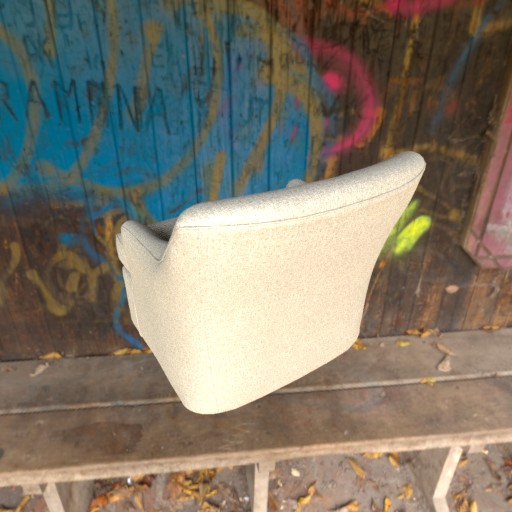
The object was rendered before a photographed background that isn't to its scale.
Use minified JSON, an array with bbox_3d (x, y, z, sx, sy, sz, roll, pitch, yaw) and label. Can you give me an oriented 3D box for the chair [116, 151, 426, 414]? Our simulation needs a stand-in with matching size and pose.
[{"bbox_3d":[0.000,0.000,1.625,0.864,0.856,0.923,-19,35,-29],"label":"chair"}]
